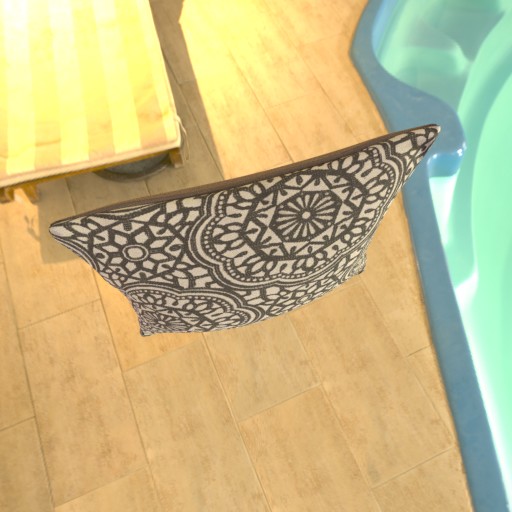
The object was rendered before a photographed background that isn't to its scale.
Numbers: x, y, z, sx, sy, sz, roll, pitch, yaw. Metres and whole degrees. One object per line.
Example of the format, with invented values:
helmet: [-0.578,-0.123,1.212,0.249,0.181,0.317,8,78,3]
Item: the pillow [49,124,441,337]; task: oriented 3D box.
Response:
pillow: [0.000,0.000,0.647,0.436,0.417,0.148,-16,66,-7]
